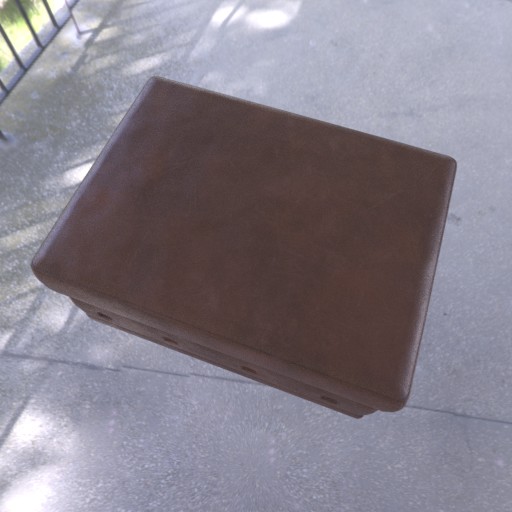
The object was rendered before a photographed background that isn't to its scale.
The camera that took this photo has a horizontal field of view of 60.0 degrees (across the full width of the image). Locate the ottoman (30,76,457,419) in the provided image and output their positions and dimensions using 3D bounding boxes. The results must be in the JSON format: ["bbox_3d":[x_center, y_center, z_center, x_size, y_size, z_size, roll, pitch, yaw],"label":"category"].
[{"bbox_3d":[0.000,0.000,1.156,0.795,0.509,0.588,18,66,9],"label":"ottoman"}]
